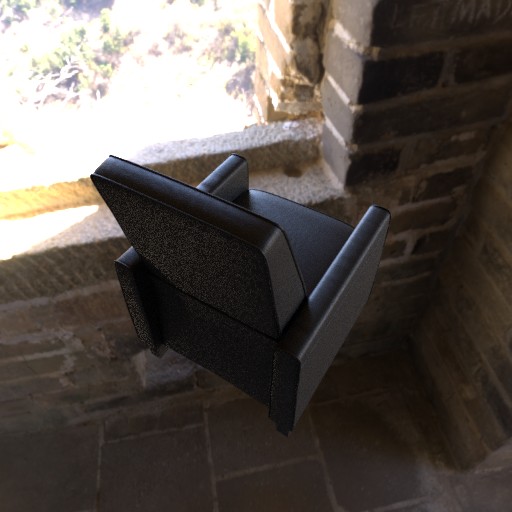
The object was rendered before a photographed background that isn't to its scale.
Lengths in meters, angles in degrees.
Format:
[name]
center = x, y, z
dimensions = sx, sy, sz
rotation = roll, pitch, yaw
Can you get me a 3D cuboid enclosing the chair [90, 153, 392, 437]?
[chair]
center = 0.000, 0.000, 1.549
dimensions = 0.705, 1.013, 0.746
rotation = 25, 51, 22
